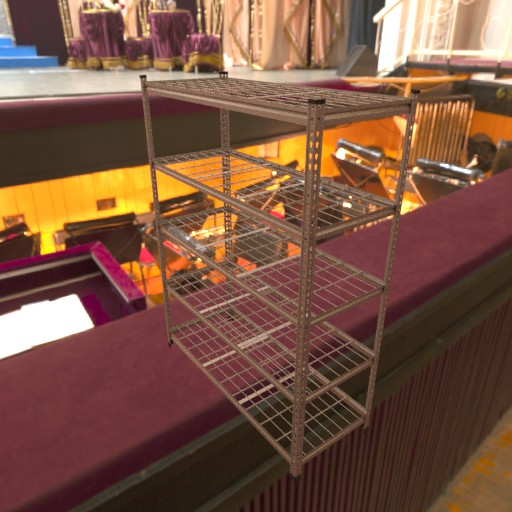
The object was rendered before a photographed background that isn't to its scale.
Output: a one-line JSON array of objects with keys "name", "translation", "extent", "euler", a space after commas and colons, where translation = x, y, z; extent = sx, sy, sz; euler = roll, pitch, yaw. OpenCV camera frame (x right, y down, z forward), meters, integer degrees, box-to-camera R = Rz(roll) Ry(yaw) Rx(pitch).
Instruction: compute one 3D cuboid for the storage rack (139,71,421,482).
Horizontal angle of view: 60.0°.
[{"name": "storage rack", "translation": [0.000, 0.000, 2.690], "extent": [0.610, 1.981, 1.524], "euler": [-18, 31, -33]}]
